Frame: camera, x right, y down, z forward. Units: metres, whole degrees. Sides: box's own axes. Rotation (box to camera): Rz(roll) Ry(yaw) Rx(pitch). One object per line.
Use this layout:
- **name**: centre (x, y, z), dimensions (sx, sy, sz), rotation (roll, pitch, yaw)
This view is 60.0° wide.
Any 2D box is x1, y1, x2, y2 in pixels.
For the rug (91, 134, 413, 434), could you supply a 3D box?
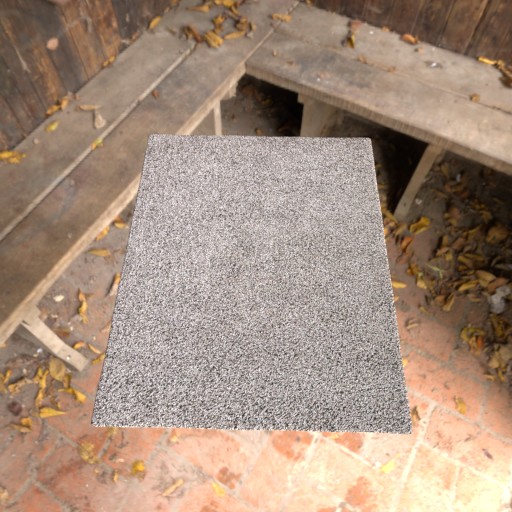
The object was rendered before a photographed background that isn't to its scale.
- **rug**: centre (0.000, 0.000, 4.109), dimensions (2.438, 0.029, 3.047), rotation (1, 60, 1)
